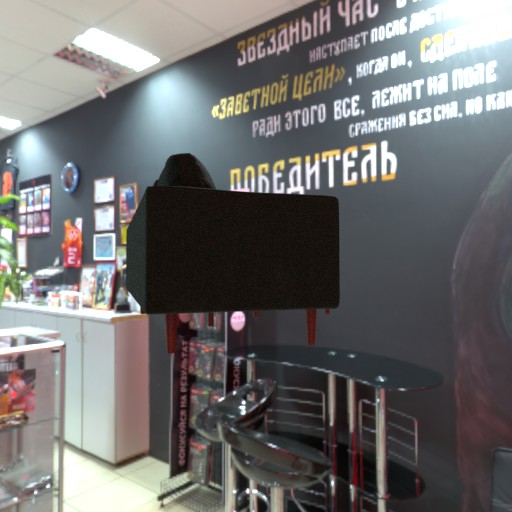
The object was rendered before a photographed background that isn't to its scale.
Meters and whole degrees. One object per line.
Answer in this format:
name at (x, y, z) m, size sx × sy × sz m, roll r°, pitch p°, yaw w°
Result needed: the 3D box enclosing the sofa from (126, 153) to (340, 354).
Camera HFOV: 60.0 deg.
sofa at (0.000, 0.000, 2.931) m, size 1.580 × 0.899 × 2.030 m, roll 0°, pitch -1°, yaw -18°
